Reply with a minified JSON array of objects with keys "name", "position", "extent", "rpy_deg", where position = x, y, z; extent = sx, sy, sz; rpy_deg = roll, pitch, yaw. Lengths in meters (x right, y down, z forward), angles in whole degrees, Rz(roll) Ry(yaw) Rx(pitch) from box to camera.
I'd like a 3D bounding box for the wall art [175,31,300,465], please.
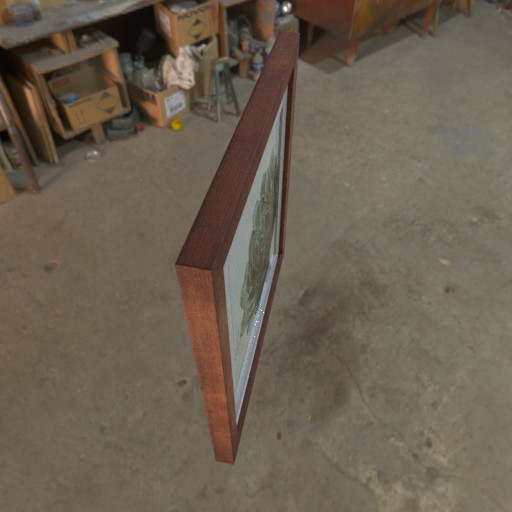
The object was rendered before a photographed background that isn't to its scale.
[{"name":"wall art","position":[0.000,0.000,0.808],"extent":[0.037,0.572,0.554],"rpy_deg":[9,49,8]}]
